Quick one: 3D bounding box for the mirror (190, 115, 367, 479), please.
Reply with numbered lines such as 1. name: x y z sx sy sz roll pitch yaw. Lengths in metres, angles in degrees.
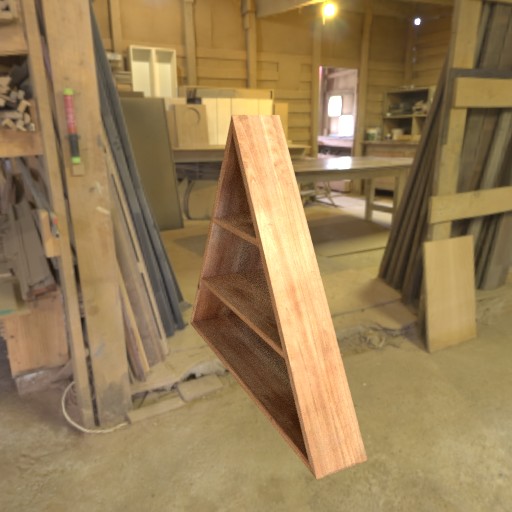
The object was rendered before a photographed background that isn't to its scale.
1. mirror: 0.000 0.000 0.903 0.100 0.548 0.631 -8 18 -25
